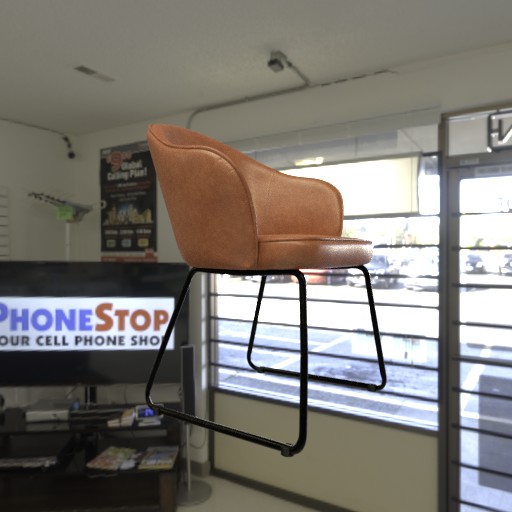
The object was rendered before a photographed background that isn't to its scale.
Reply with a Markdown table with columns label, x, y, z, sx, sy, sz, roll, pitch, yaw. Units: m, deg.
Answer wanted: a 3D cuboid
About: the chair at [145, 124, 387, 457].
| label | x | y | z | sx | sy | sz | roll | pitch | yaw |
| --- | --- | --- | --- | --- | --- | --- | --- | --- | --- |
| chair | 0.000 | 0.000 | 1.224 | 0.580 | 0.785 | 0.582 | 1 | 1 | 34 |
